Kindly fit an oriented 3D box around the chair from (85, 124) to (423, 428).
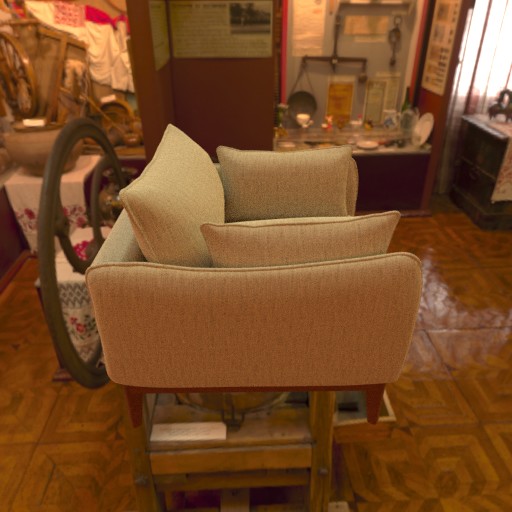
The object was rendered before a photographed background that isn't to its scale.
[{"bbox_3d":[0.000,0.000,1.738,0.991,0.855,0.994,0,30,-1],"label":"chair"}]
